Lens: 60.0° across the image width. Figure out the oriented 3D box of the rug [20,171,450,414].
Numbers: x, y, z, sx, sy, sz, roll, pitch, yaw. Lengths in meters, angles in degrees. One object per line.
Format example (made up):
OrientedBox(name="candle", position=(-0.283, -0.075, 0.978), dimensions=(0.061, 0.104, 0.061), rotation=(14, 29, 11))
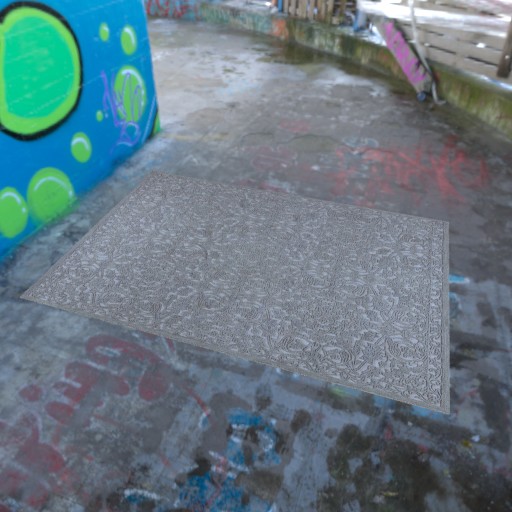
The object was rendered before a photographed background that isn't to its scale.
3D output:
OrientedBox(name="rug", position=(0.000, 0.000, 2.214), dimensions=(1.827, 0.006, 1.221), rotation=(12, 41, 14))
